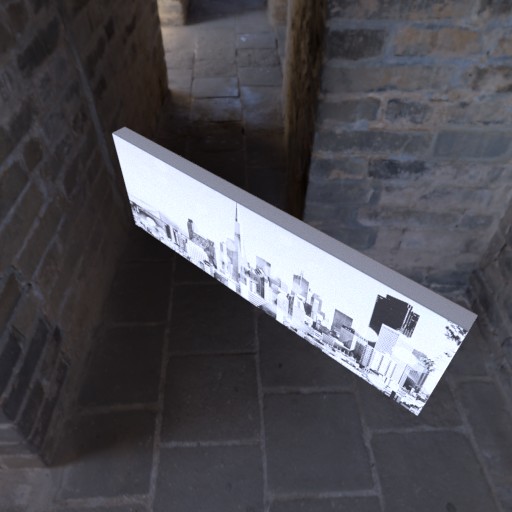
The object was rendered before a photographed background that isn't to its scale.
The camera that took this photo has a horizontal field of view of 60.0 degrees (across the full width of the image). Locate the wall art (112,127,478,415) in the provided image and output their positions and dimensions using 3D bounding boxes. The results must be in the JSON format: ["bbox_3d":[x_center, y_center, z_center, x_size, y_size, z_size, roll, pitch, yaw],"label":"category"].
[{"bbox_3d":[0.000,0.000,0.860,0.766,0.256,0.036,32,54,27],"label":"wall art"}]
